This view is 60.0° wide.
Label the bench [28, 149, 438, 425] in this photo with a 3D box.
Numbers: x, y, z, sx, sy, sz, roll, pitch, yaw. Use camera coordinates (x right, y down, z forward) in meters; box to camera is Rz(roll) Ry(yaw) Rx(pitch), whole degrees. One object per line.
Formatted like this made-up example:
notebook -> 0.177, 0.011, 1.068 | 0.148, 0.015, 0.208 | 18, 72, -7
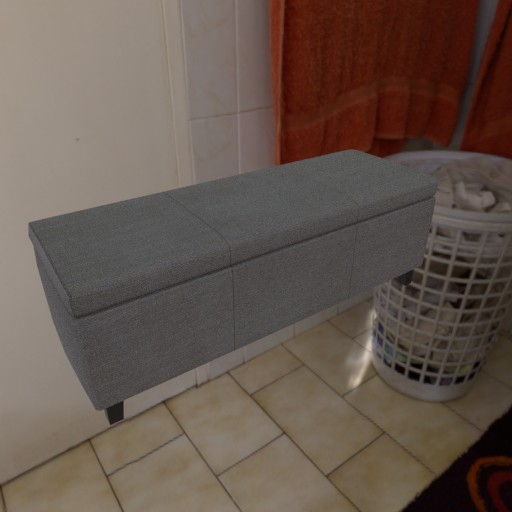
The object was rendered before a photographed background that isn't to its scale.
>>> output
bench -> 0.000, 0.000, 1.475 | 1.269, 0.438, 0.446 | -19, 35, -29
